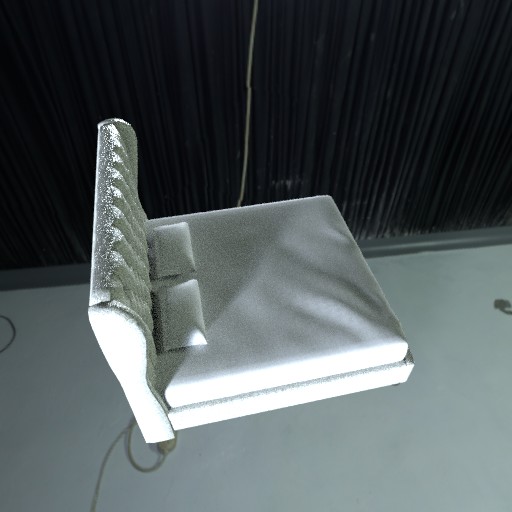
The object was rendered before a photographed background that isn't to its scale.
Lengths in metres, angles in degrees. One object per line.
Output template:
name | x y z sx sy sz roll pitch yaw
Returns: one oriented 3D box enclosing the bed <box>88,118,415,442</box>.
bed | 0.000 0.000 3.912 2.347 1.771 2.219 -9 47 -8
